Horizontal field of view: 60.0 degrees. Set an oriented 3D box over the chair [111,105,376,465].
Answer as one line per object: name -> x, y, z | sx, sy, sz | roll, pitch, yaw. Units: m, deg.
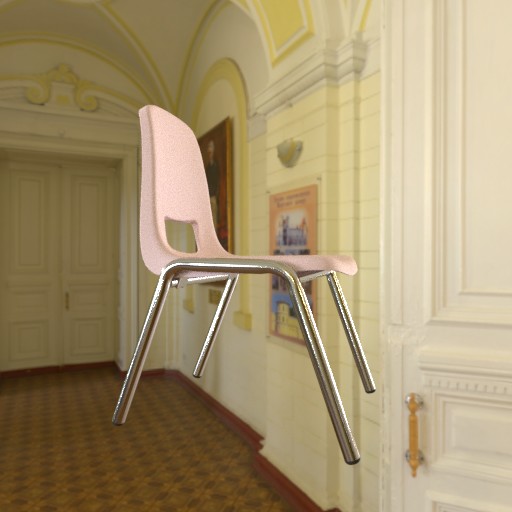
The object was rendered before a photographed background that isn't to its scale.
chair -> 0.000, 0.000, 0.847 | 0.423, 0.586, 0.354 | 0, 1, 19
